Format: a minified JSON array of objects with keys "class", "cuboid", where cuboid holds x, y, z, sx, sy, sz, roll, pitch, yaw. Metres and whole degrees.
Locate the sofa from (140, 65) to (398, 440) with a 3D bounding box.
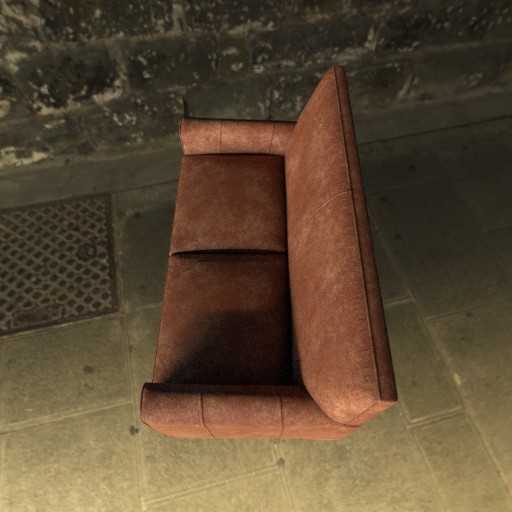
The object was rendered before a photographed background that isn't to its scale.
[{"class":"sofa","cuboid":[0.000,0.000,1.949,0.787,0.871,1.473,0,58,0]}]
